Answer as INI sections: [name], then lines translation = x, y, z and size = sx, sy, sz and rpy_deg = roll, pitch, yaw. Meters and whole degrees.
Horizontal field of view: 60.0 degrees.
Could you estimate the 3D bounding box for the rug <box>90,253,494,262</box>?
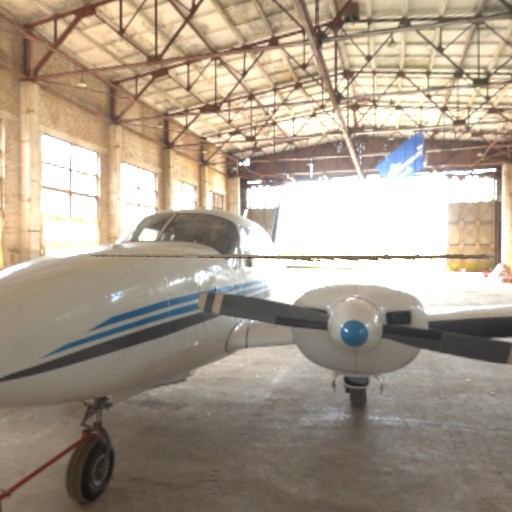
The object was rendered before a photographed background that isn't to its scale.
[rug]
translation = 0.000, 0.000, 2.461
size = 1.224, 0.028, 2.023
rpy_deg = 0, 0, -37
